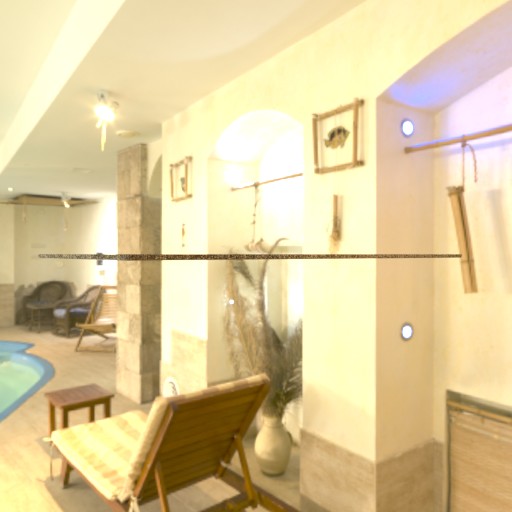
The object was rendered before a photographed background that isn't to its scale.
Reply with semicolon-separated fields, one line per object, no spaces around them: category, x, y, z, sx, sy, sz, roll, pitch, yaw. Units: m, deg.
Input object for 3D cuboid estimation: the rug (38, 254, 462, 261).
rug;0.000;0.000;3.384;2.699;0.026;1.802;0;0;-37
